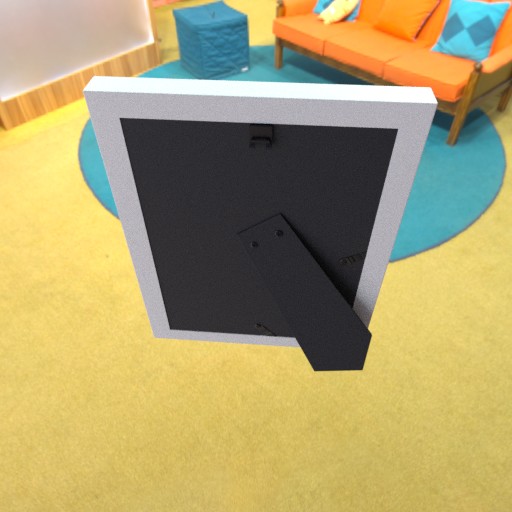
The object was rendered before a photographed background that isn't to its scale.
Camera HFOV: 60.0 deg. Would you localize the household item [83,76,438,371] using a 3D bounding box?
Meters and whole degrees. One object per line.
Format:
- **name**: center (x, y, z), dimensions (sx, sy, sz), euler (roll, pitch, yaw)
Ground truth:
- **household item**: center (0.000, 0.000, 0.336), dimensions (0.200, 0.250, 0.045), euler (3, 46, 3)
